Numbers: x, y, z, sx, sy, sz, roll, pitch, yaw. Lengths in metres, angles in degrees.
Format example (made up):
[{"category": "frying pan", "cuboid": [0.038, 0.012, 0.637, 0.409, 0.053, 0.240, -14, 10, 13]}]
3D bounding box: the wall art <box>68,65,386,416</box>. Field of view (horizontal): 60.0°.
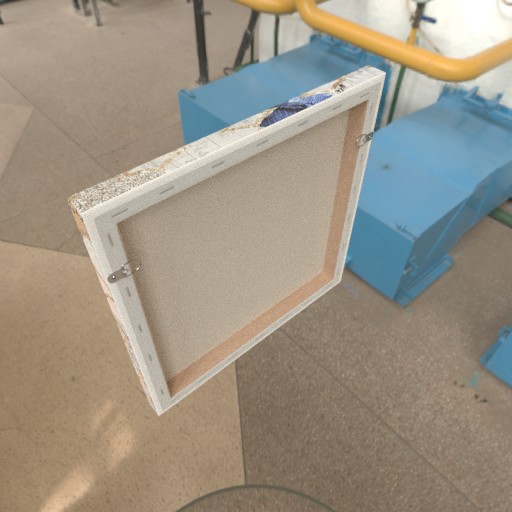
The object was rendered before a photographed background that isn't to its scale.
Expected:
[{"category": "wall art", "cuboid": [0.000, 0.000, 0.766, 0.507, 0.508, 0.038, -32, 55, -26]}]
